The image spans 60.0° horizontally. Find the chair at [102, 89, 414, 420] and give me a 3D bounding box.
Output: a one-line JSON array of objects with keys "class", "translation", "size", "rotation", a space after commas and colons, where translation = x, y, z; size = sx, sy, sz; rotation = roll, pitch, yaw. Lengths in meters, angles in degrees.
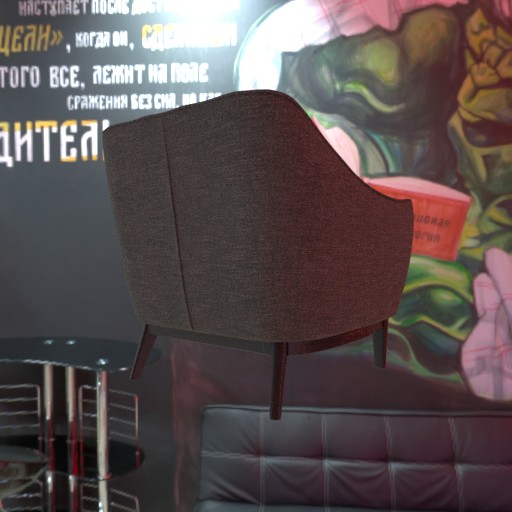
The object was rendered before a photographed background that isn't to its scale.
[{"class": "chair", "translation": [0.000, 0.000, 1.557], "size": [0.870, 0.829, 0.851], "rotation": [1, 1, 37]}]
